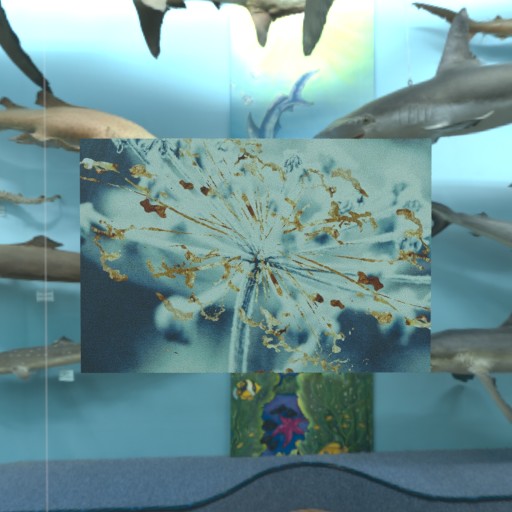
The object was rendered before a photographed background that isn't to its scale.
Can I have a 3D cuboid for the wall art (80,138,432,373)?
[{"bbox_3d":[0.000,0.000,1.171,0.912,0.608,0.038,0,1,0],"label":"wall art"}]
